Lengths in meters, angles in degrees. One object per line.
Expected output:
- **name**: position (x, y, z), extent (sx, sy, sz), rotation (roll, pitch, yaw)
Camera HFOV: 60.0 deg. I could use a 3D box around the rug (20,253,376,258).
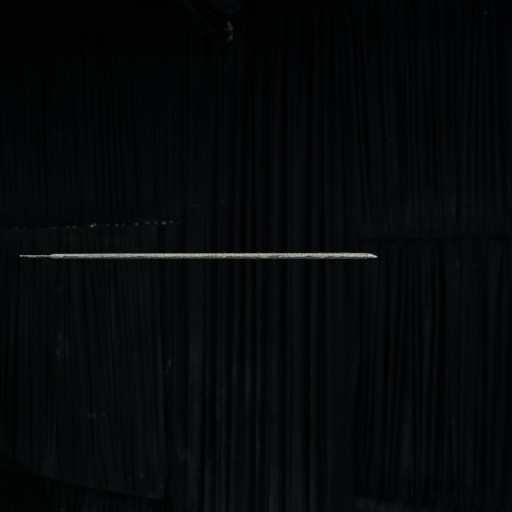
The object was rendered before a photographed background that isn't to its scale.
- **rug**: position (0.000, 0.000, 3.185), extent (1.664, 0.029, 2.615), rotation (0, 0, 16)
